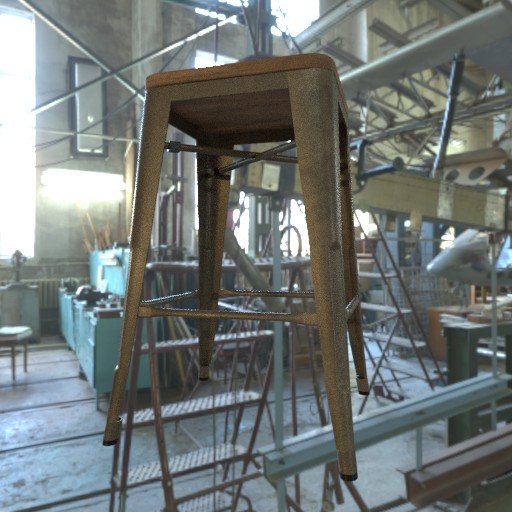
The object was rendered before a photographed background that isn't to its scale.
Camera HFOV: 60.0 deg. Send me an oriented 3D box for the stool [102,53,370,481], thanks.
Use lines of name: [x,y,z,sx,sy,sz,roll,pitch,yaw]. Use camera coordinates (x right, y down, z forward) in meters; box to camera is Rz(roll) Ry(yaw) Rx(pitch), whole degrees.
stool: [0.000,0.000,0.848,0.407,0.607,0.407,0,0,17]
